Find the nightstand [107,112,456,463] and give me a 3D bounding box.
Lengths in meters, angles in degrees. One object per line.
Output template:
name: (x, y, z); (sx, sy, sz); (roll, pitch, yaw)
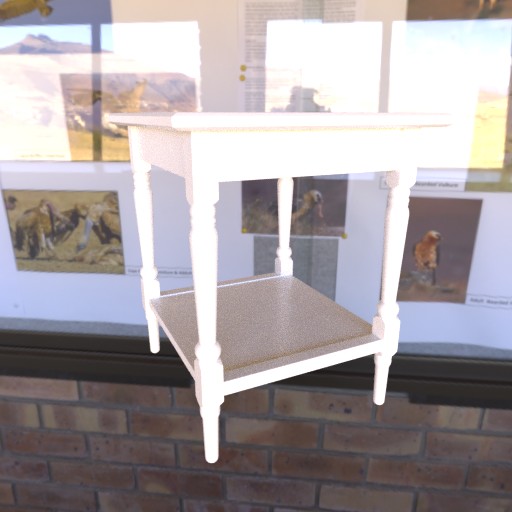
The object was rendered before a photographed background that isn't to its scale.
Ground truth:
nightstand: (0.000, 0.000, 0.903); (0.459, 0.555, 0.505); (-8, 19, -24)
